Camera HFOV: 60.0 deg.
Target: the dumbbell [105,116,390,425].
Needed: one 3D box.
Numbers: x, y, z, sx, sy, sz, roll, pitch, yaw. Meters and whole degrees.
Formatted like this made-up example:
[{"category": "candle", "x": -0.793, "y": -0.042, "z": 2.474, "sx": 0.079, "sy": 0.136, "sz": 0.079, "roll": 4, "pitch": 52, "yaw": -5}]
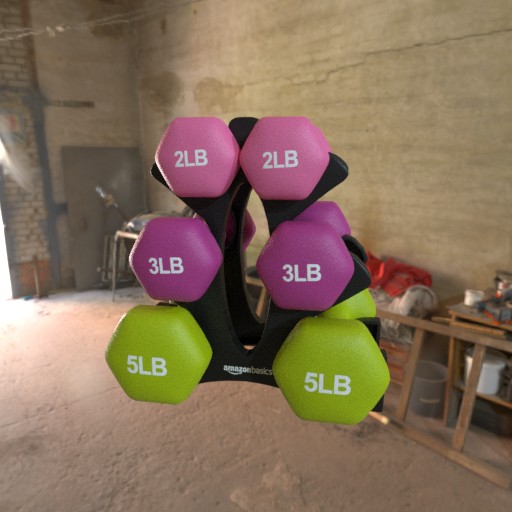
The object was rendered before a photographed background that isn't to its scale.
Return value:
[{"category": "dumbbell", "x": 0.000, "y": 0.000, "z": 0.445, "sx": 0.257, "sy": 0.261, "sz": 0.203, "roll": 3, "pitch": 14, "yaw": 11}]
